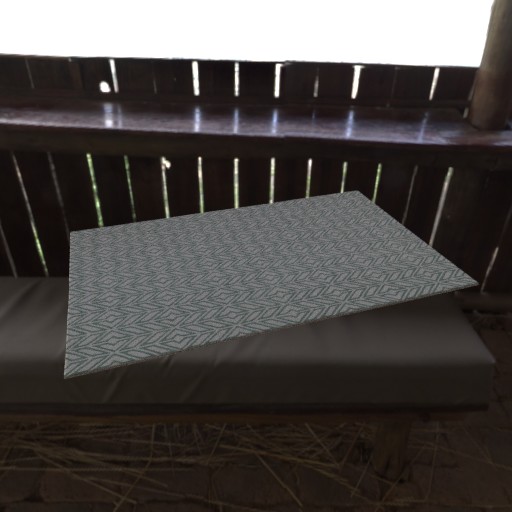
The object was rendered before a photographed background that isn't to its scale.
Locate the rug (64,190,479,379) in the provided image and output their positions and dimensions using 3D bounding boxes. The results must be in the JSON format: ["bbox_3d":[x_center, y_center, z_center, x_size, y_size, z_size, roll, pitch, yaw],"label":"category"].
[{"bbox_3d":[0.000,0.000,3.049,2.435,0.011,1.517,-10,33,-16],"label":"rug"}]
